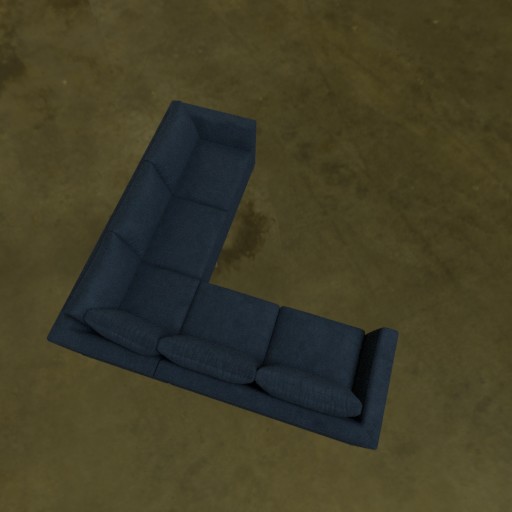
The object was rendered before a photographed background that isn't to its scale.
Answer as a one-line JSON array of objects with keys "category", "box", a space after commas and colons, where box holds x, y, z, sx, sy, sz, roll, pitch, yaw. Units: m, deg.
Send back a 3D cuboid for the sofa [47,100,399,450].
[{"category": "sofa", "box": [0.000, 0.000, 3.825, 2.472, 0.988, 2.463, 16, 66, 7]}]
